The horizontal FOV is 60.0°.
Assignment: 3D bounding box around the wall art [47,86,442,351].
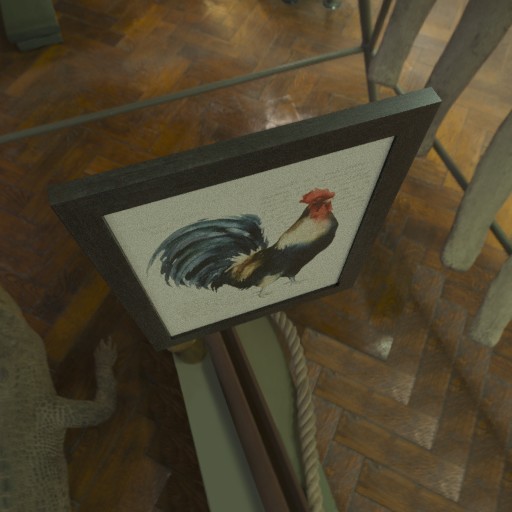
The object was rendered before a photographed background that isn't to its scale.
[{"bbox_3d":[0.000,0.000,0.776,0.479,0.580,0.027,-17,64,-9],"label":"wall art"}]
